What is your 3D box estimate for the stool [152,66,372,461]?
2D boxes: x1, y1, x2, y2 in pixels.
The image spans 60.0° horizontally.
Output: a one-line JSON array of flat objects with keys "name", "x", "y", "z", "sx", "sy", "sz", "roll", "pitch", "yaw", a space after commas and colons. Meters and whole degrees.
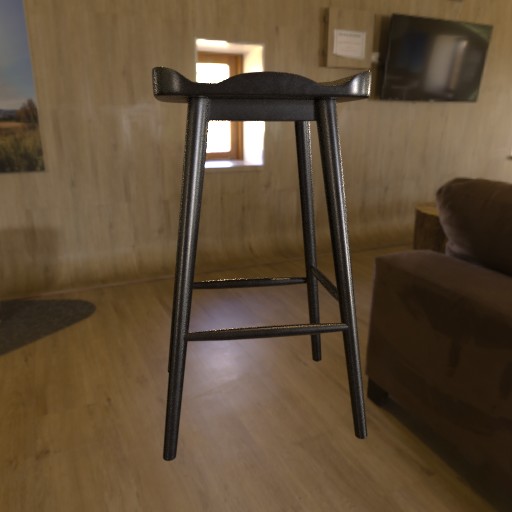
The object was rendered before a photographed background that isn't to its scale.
[{"name": "stool", "x": 0.000, "y": 0.000, "z": 0.994, "sx": 0.440, "sy": 0.749, "sz": 0.361, "roll": -3, "pitch": 17, "yaw": -9}]
